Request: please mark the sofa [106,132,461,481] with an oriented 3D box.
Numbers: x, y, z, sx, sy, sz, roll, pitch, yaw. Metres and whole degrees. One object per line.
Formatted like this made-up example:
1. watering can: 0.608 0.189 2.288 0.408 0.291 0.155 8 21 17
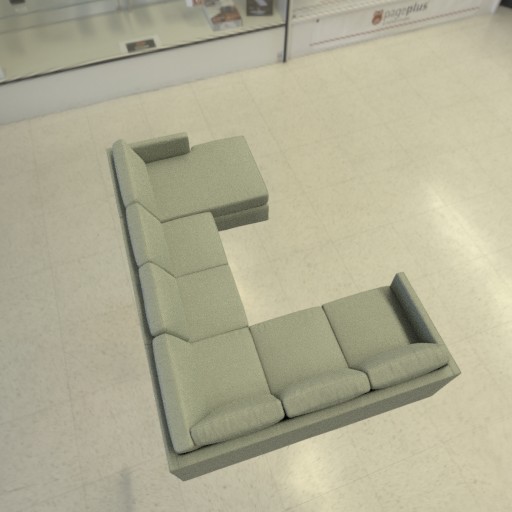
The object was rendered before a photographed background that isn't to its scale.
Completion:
1. sofa: 0.000 0.000 4.481 2.427 0.882 3.460 -15 59 -9
